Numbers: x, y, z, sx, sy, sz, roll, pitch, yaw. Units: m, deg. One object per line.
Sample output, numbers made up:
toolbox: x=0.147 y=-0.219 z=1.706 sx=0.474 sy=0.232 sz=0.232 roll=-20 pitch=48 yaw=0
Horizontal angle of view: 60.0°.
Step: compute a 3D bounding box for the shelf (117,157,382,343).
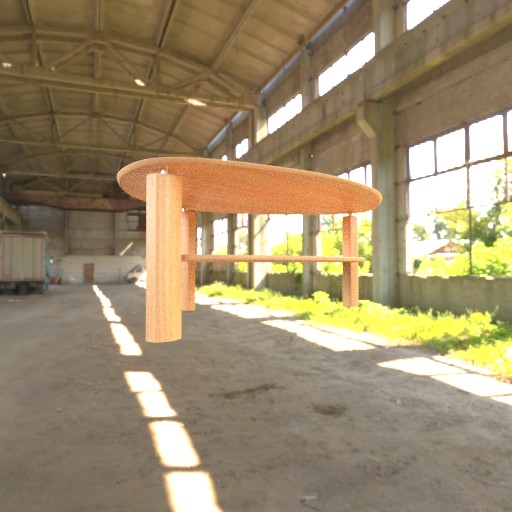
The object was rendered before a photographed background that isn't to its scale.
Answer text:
shelf: x=0.000 y=0.000 z=1.632 sx=0.845 sy=0.440 sz=1.246 roll=-1 pitch=-2 yaw=36
